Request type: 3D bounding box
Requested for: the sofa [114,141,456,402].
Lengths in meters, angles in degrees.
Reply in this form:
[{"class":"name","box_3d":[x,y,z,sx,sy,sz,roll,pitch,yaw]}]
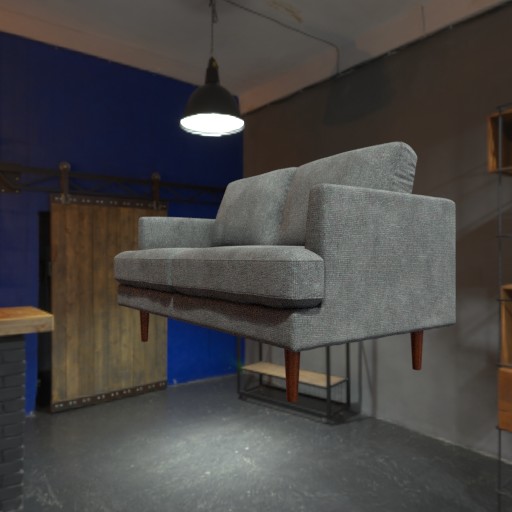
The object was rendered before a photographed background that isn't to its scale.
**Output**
[{"class":"sofa","box_3d":[0.000,0.000,2.153,0.903,0.956,1.582,0,0,-36]}]
